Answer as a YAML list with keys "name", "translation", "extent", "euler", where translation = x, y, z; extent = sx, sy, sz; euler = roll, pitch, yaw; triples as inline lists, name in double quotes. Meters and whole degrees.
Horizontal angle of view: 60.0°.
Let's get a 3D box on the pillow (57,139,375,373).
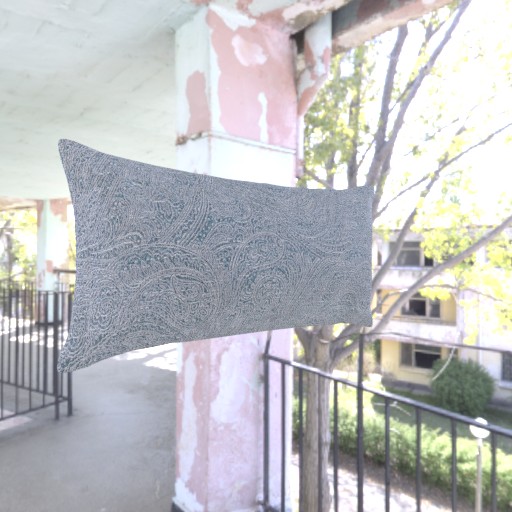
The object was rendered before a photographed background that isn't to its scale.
- name: "pillow"
  translation: [0.000, 0.000, 0.736]
  extent: [0.615, 0.295, 0.151]
  euler: [0, 0, -37]
